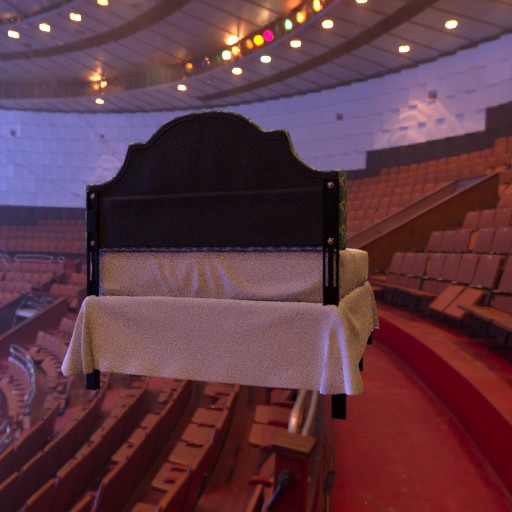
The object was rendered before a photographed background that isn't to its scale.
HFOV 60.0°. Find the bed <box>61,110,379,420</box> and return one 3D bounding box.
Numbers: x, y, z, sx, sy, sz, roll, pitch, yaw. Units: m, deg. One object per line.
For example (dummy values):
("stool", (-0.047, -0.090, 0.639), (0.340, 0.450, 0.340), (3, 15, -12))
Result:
("bed", (0.000, 0.000, 3.396), (1.780, 1.633, 2.222), (0, 0, 18))
